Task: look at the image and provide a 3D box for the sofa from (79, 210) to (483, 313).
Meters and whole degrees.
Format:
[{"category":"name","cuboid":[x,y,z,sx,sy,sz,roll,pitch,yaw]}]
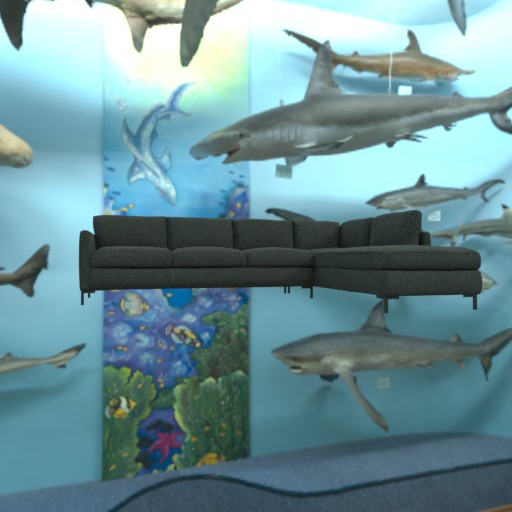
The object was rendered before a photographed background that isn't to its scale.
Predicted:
[{"category":"sofa","cuboid":[0.000,0.000,3.829,2.949,0.815,2.007,0,-1,-16]}]
